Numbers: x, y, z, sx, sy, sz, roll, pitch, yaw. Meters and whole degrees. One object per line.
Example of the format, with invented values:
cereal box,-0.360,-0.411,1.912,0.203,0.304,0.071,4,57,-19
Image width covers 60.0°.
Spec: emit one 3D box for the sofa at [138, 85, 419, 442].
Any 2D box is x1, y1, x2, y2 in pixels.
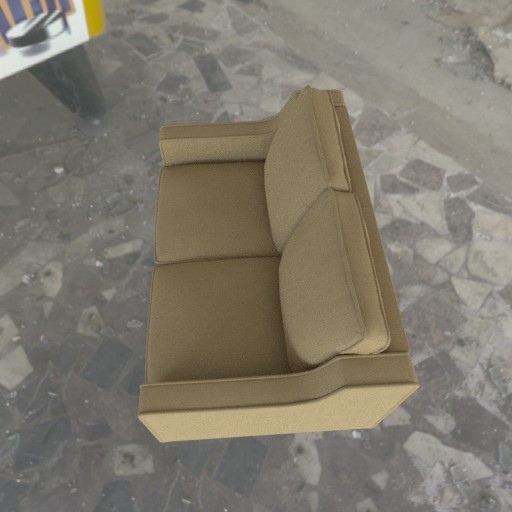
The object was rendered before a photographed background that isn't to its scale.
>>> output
sofa,0.000,0.000,2.110,0.987,0.971,1.501,-3,58,-2
